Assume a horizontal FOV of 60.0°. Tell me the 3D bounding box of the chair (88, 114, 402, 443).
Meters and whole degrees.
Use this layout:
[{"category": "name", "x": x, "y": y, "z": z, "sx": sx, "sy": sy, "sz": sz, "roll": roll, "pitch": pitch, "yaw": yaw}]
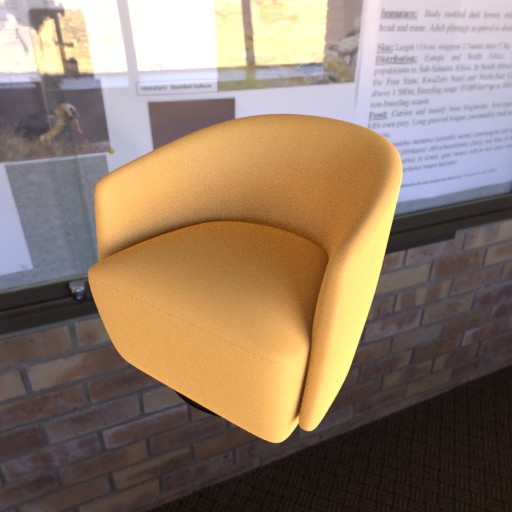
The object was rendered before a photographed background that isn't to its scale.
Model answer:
[{"category": "chair", "x": 0.000, "y": 0.000, "z": 1.322, "sx": 0.773, "sy": 0.698, "sz": 0.767, "roll": 18, "pitch": 34, "yaw": 30}]
